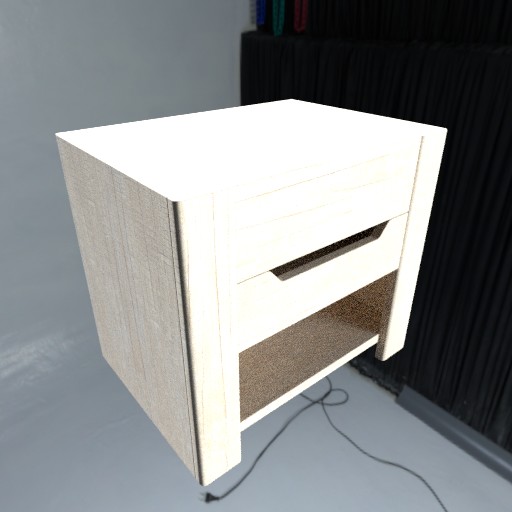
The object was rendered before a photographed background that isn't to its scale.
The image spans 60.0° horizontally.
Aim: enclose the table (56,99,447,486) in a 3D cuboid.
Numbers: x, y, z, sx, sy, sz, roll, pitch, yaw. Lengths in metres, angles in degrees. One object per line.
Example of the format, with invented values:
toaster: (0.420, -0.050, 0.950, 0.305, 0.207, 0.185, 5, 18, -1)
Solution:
table: (0.000, 0.000, 0.917, 0.570, 0.510, 0.420, -21, 35, -34)
